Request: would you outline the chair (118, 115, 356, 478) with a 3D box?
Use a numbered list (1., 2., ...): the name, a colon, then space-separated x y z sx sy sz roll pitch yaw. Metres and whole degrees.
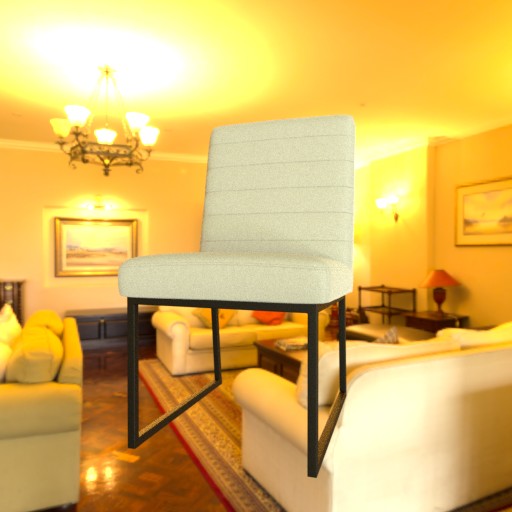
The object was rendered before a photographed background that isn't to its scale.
1. chair: 0.000 0.000 1.284 0.520 0.930 0.634 0 1 18
